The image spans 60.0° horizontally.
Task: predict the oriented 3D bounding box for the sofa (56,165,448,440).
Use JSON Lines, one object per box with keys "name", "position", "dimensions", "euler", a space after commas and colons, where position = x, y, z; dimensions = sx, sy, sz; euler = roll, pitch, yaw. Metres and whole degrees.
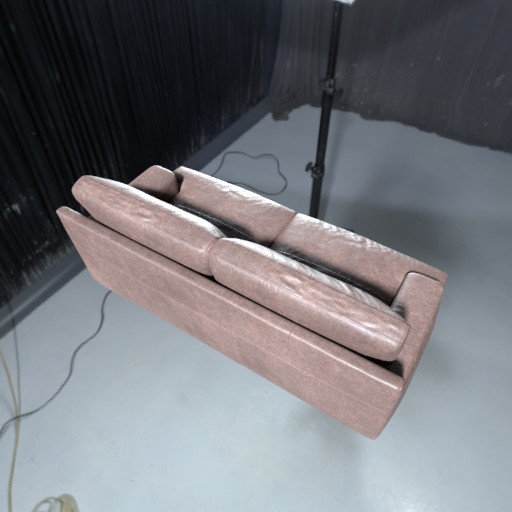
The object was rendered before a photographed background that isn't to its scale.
{"name": "sofa", "position": [0.000, 0.000, 2.822], "dimensions": [2.261, 0.941, 1.143], "euler": [25, 52, 22]}
